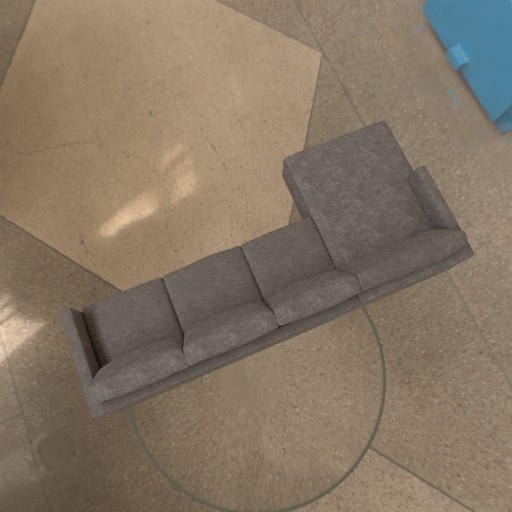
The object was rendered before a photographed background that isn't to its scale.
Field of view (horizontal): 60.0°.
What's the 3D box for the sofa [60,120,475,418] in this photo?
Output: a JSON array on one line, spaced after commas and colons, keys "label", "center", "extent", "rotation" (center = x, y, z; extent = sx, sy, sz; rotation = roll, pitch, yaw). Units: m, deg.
[{"label": "sofa", "center": [0.000, 0.000, 4.087], "extent": [3.471, 0.954, 1.606], "rotation": [-22, 77, -6]}]
